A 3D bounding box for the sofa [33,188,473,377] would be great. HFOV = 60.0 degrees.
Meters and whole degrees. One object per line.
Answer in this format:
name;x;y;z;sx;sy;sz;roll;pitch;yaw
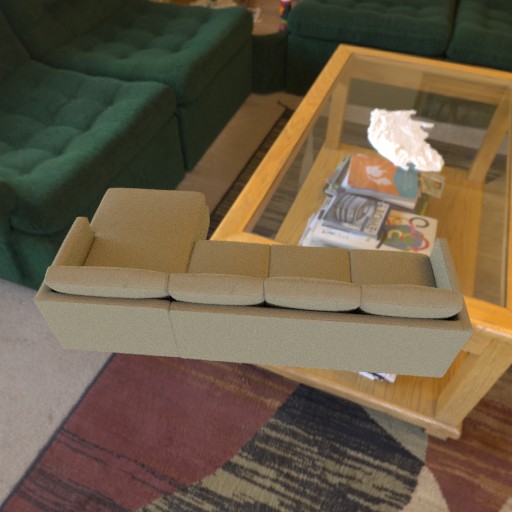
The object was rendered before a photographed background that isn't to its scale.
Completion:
sofa;0.000;0.000;3.883;3.177;0.867;1.622;4;48;3
